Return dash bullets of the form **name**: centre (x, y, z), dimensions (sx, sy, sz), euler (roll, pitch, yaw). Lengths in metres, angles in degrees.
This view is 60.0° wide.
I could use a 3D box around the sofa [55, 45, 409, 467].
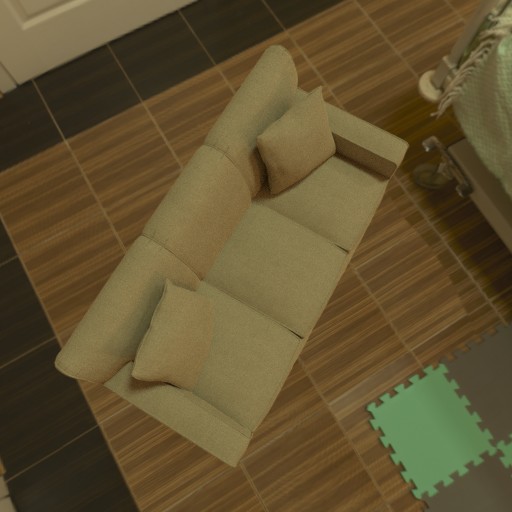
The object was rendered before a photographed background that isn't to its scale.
- **sofa**: centre (0.000, 0.000, 2.561), dimensions (0.997, 0.958, 2.024), euler (29, 76, 8)
